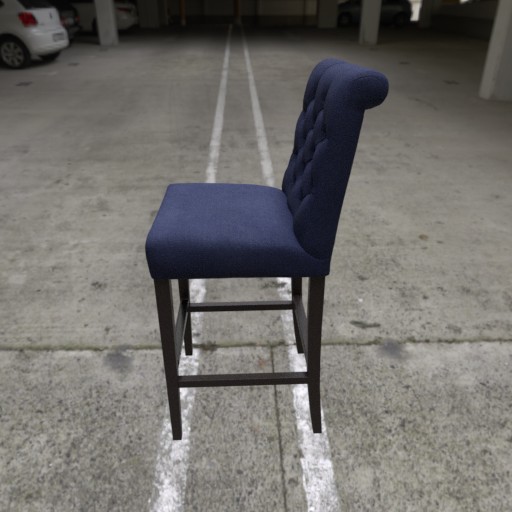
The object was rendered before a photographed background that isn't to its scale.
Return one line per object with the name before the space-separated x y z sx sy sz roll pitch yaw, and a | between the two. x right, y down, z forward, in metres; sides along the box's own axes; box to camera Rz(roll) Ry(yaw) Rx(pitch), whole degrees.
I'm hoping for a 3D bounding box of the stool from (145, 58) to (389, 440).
stool | 0.000 0.000 1.425 0.601 1.140 0.493 -1 27 -2
